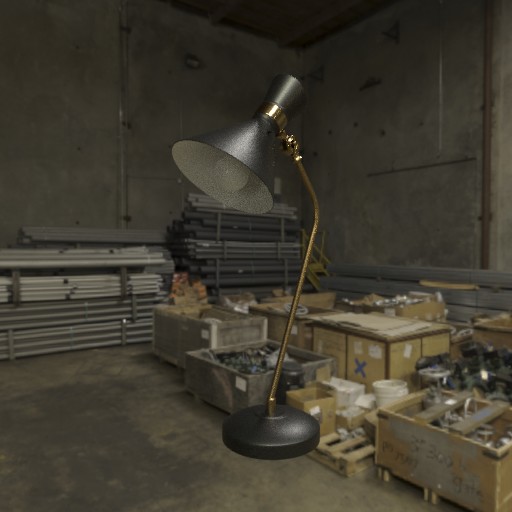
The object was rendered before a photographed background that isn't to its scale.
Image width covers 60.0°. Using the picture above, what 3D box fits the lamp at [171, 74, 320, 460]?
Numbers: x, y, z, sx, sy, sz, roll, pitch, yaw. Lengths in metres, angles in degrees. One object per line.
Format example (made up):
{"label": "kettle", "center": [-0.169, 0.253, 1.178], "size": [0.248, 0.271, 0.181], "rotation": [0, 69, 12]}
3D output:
{"label": "lamp", "center": [0.000, 0.000, 0.765], "size": [0.292, 0.647, 0.189], "rotation": [-1, 1, -35]}
